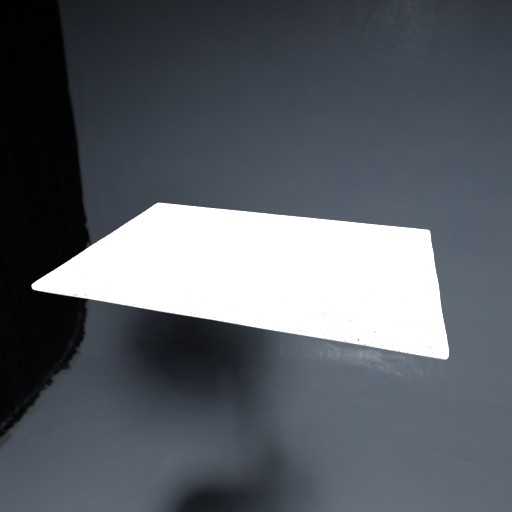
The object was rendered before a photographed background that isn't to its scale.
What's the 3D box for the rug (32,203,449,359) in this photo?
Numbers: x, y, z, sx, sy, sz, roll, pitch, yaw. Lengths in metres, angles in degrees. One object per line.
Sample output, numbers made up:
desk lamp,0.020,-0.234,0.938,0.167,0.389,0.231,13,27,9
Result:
rug,0.000,0.000,2.314,1.778,0.030,1.219,7,26,15
